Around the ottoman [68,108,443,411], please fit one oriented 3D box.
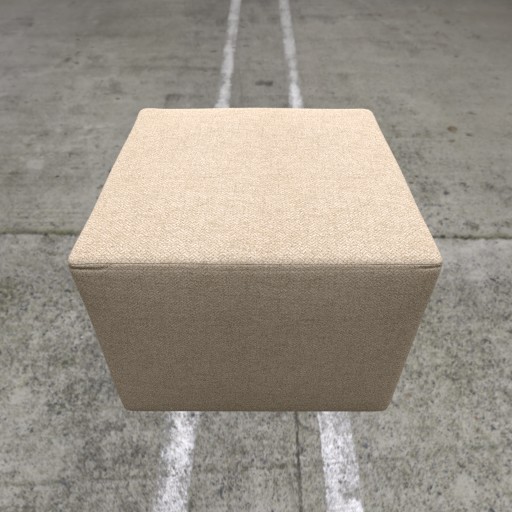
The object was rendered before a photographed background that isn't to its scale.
[{"bbox_3d":[0.000,0.000,0.889,0.508,0.432,0.508,0,41,0],"label":"ottoman"}]
